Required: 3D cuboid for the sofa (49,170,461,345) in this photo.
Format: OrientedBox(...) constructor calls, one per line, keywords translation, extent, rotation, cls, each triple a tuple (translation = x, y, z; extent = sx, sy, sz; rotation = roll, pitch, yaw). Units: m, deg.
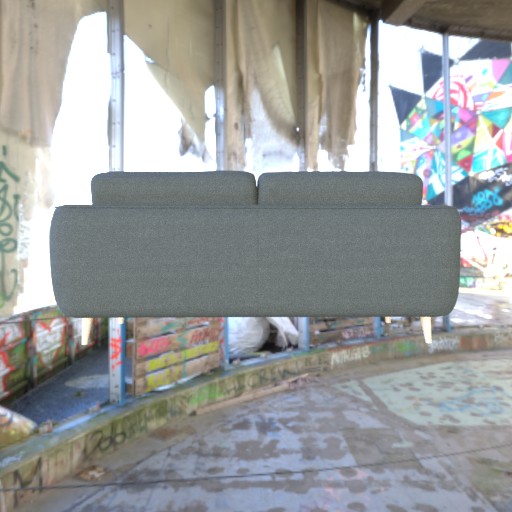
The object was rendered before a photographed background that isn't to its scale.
OrientedBox(translation=(0.000, 0.000, 2.471), extent=(2.000, 0.850, 0.920), rotation=(0, 1, -1), cls="sofa")
